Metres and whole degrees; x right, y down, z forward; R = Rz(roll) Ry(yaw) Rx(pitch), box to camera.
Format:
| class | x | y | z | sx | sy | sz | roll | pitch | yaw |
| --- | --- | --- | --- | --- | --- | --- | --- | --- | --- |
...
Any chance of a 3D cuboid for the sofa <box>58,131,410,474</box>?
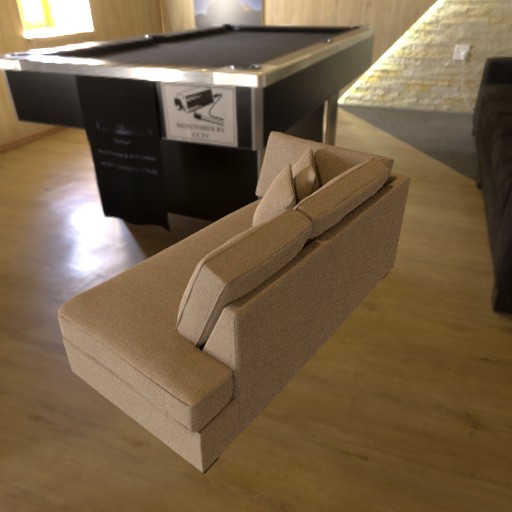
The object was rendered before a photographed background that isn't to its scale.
| class | x | y | z | sx | sy | sz | roll | pitch | yaw |
| --- | --- | --- | --- | --- | --- | --- | --- | --- | --- |
| sofa | 0.000 | 0.000 | 2.820 | 1.110 | 1.019 | 2.238 | 22 | 37 | 31 |
